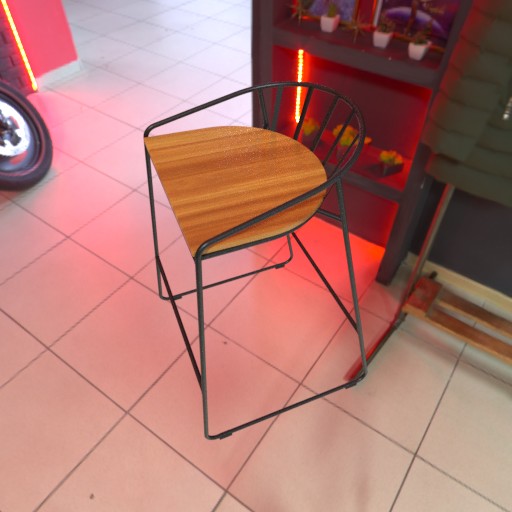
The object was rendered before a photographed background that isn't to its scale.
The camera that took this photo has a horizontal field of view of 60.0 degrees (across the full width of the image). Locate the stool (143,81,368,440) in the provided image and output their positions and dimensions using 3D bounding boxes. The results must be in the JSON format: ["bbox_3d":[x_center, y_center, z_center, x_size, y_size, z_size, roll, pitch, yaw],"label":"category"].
[{"bbox_3d":[0.000,0.000,1.194,0.521,0.812,0.546,-16,49,-15],"label":"stool"}]
